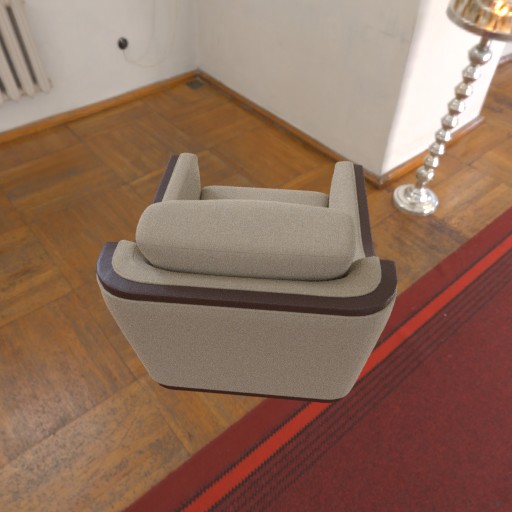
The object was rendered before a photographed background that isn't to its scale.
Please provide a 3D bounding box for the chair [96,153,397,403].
[{"bbox_3d":[0.000,0.000,1.696,0.870,0.930,0.950,4,46,4],"label":"chair"}]
